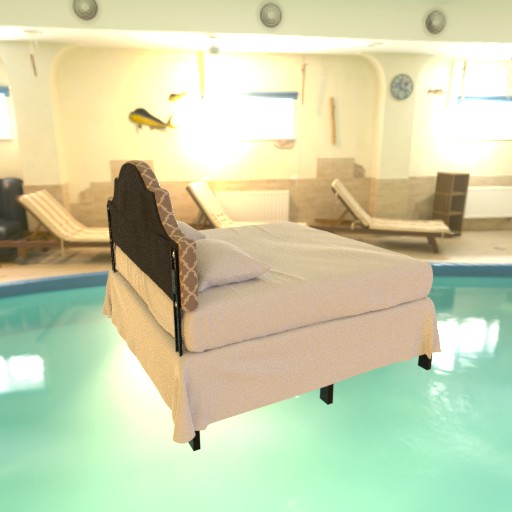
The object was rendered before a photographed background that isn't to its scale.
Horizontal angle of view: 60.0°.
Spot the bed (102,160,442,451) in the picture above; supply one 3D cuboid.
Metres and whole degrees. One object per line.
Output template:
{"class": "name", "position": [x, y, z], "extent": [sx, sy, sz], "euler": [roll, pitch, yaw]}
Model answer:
{"class": "bed", "position": [0.000, 0.000, 3.684], "extent": [2.222, 1.601, 2.314], "euler": [-8, 17, -27]}
